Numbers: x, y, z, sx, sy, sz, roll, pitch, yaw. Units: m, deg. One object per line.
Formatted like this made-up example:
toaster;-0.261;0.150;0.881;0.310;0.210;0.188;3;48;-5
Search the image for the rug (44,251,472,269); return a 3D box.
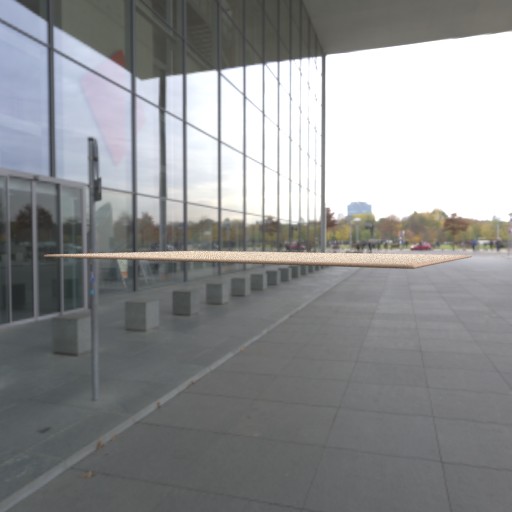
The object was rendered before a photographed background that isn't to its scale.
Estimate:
rug;0.000;0.000;2.038;1.668;0.012;1.061;1;2;33
